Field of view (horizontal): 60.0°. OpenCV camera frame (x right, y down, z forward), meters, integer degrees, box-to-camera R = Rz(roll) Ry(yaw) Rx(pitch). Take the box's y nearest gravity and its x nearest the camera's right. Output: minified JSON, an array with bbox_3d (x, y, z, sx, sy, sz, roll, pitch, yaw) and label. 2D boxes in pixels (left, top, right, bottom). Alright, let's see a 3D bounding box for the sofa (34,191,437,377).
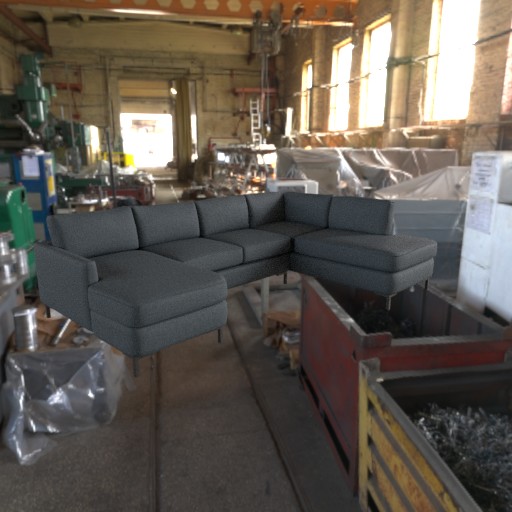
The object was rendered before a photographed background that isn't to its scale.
[{"bbox_3d":[0.000,0.000,3.833,1.984,0.858,2.975,13,19,43],"label":"sofa"}]
